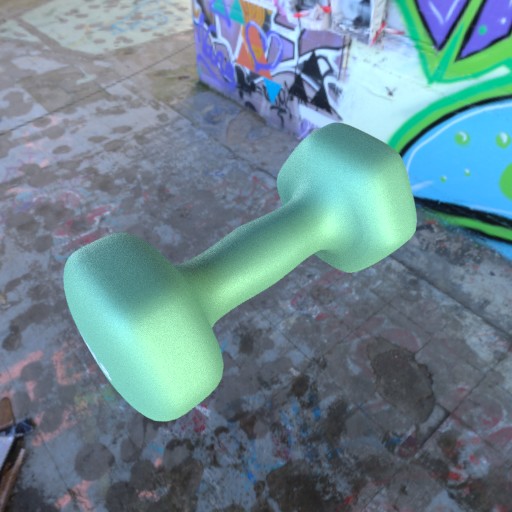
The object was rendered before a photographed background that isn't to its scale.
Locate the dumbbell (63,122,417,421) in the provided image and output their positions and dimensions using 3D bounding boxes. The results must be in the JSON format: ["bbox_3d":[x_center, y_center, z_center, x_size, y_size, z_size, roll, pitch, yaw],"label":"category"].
[{"bbox_3d":[0.000,0.000,0.329,0.260,0.117,0.129,-32,54,-27],"label":"dumbbell"}]
